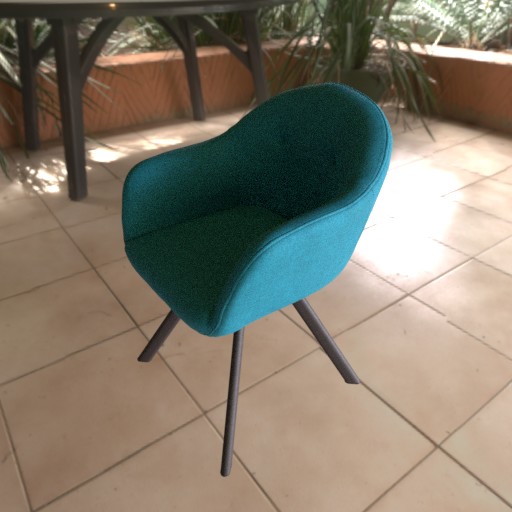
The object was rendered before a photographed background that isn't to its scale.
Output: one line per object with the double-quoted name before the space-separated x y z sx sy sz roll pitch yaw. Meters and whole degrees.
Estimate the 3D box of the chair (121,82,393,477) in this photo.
"chair" 0.000 0.000 1.141 0.565 0.775 0.545 -22 39 -31
